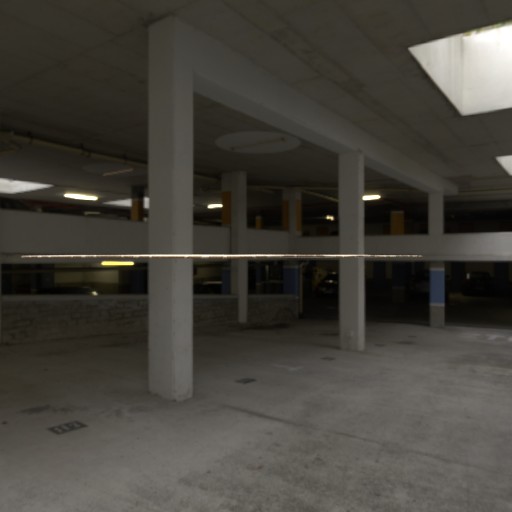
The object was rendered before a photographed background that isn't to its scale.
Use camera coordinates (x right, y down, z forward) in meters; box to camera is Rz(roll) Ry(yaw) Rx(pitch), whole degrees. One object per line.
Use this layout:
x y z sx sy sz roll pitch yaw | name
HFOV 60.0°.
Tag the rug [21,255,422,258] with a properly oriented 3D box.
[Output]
0.000 0.000 2.207 1.152 0.013 1.761 0 0 35 | rug
